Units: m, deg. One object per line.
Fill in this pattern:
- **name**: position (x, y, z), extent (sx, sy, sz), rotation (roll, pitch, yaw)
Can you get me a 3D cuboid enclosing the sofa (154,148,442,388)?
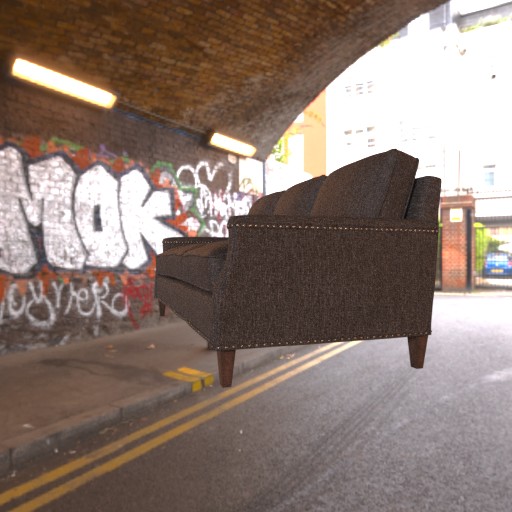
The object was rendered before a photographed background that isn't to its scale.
- **sofa**: position (0.000, 0.000, 2.859), extent (1.084, 1.003, 2.246), rotation (0, 0, -19)
